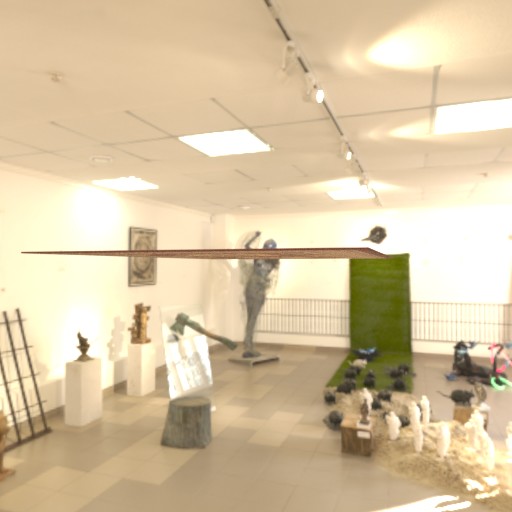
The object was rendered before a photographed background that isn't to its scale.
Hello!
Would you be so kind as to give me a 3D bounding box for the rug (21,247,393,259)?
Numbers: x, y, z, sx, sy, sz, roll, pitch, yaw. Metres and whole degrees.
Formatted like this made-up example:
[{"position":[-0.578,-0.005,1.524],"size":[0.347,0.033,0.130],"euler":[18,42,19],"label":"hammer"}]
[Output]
[{"position":[0.000,0.000,4.230],"size":[2.381,0.013,3.197],"euler":[0,-1,19],"label":"rug"}]
